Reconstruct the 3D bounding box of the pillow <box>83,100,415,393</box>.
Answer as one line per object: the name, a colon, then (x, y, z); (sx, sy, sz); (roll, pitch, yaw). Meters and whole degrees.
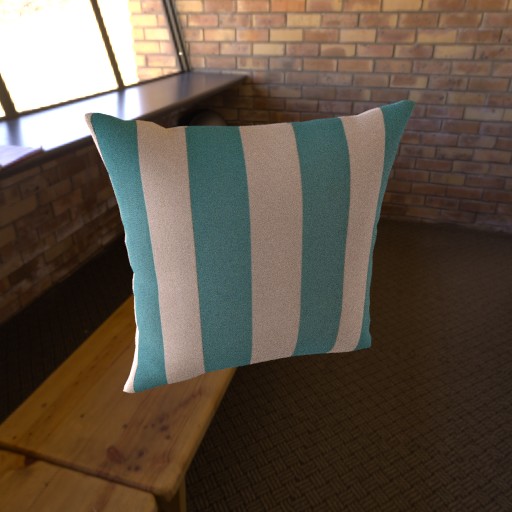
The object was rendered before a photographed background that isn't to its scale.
pillow: (0.000, 0.000, 0.803); (0.536, 0.526, 0.189); (-7, 29, -13)
